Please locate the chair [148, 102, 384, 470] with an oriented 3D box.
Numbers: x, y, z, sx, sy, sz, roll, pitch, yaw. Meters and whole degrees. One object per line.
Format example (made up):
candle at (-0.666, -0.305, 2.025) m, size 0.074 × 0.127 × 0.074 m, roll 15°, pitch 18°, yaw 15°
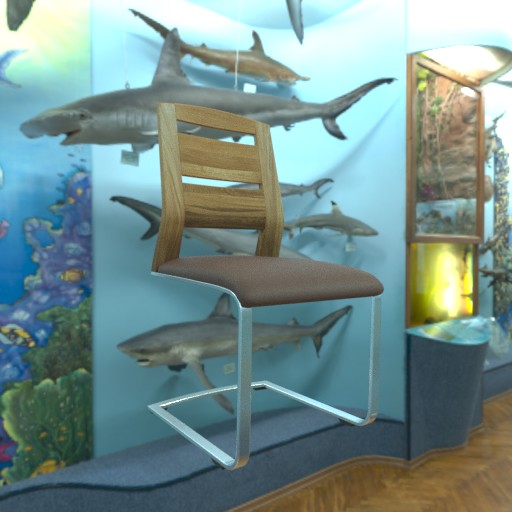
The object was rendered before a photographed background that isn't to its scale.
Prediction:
chair at (0.000, 0.000, 1.284) m, size 0.460 × 0.970 × 0.570 m, roll 0°, pitch 1°, yaw -36°
